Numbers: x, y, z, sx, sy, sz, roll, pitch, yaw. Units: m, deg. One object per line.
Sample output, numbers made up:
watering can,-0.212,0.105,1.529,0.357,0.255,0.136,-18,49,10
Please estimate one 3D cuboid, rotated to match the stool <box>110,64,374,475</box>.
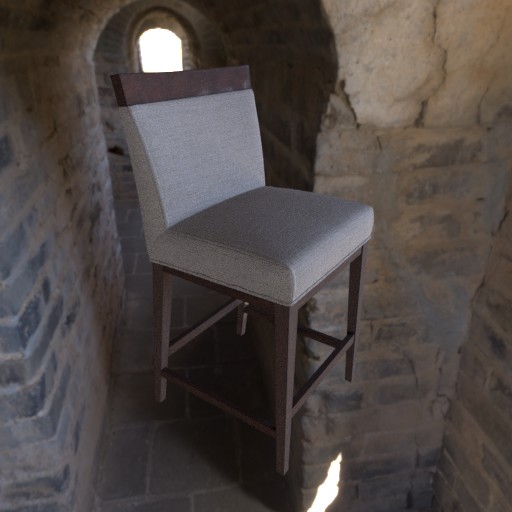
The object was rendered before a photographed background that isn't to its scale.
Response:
stool,0.000,0.000,1.308,0.531,1.009,0.512,17,31,31
